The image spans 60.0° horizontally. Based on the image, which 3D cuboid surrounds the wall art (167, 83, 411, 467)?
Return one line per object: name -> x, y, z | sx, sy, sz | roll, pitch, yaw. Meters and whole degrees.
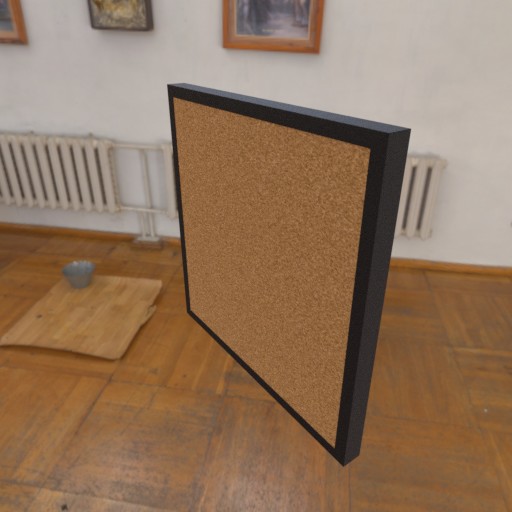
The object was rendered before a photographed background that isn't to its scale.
wall art -> 0.000, 0.000, 0.752 | 0.036, 0.503, 0.506 | -18, 33, -31
